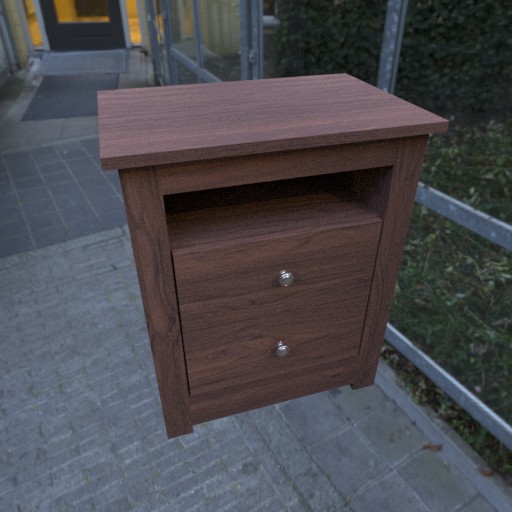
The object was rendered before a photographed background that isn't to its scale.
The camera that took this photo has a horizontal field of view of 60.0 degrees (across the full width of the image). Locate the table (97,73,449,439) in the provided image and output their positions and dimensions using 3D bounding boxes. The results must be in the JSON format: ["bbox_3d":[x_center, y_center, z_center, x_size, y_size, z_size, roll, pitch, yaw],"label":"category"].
[{"bbox_3d":[0.000,0.000,1.063,0.589,0.711,0.406,-10,35,-14],"label":"table"}]
